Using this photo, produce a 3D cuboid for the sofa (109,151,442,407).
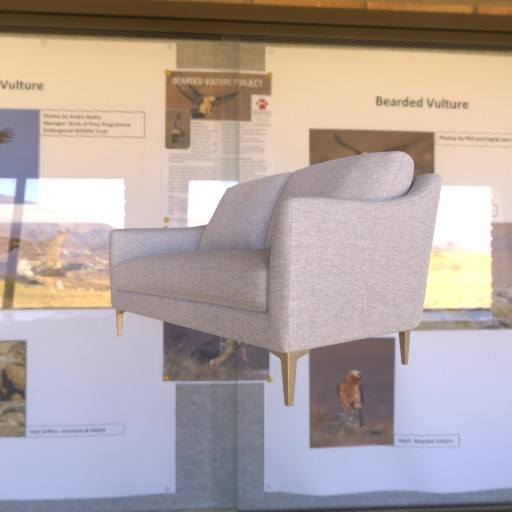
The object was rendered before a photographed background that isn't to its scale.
[{"bbox_3d":[0.000,0.000,2.162,0.960,0.904,1.619,1,-1,-36],"label":"sofa"}]
